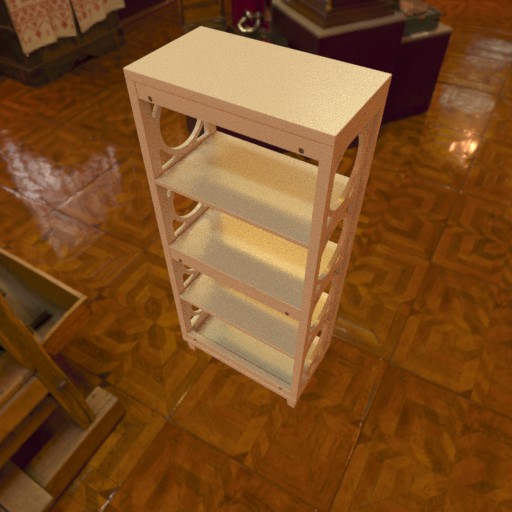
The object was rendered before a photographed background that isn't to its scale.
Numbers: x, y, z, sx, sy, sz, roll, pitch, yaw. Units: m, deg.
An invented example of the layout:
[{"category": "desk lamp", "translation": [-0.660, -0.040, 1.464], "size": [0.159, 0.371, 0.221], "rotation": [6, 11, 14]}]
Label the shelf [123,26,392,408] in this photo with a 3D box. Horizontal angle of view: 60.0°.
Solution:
[{"category": "shelf", "translation": [0.000, 0.000, 1.664], "size": [0.611, 1.411, 0.340], "rotation": [25, 52, 21]}]
